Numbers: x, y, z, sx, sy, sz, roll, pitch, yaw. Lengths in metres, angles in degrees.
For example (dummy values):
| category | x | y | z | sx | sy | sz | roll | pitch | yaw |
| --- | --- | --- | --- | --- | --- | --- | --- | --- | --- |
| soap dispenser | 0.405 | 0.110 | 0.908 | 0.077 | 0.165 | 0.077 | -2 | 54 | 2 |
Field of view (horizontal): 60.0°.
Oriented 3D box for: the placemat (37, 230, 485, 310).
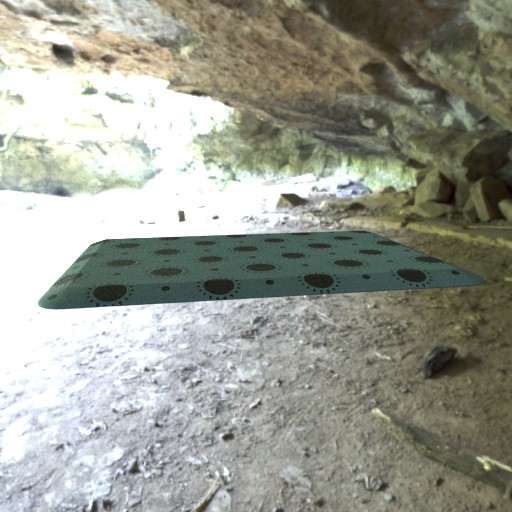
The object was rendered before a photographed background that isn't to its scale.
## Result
| category | x | y | z | sx | sy | sz | roll | pitch | yaw |
| --- | --- | --- | --- | --- | --- | --- | --- | --- | --- |
| placemat | 0.000 | 0.000 | 0.955 | 0.762 | 0.021 | 0.508 | -2 | 13 | -10 |
